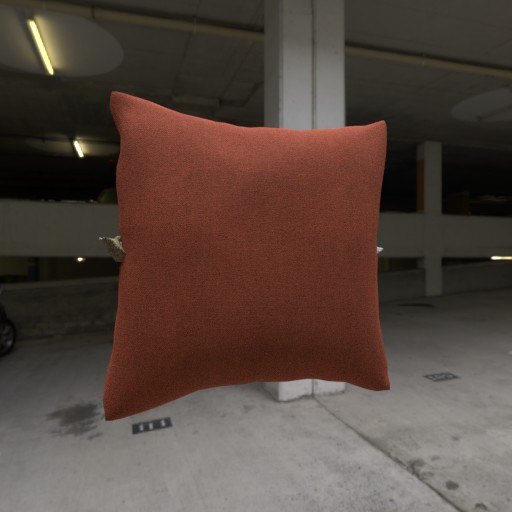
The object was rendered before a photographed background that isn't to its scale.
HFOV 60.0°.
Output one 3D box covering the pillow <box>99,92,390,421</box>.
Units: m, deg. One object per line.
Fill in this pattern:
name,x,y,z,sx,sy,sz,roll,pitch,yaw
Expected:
pillow,0.000,0.000,0.733,0.490,0.482,0.165,0,0,-17
